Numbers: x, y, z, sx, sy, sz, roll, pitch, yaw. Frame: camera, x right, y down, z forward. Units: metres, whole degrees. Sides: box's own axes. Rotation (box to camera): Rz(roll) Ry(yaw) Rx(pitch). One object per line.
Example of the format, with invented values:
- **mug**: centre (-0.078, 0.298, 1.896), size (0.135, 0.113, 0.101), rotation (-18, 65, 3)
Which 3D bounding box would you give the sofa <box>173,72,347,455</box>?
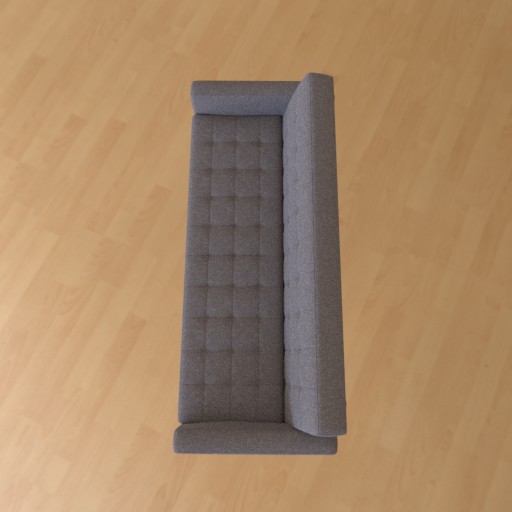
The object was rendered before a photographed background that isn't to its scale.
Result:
- **sofa**: centre (0.000, 0.000, 2.501), size (0.810, 0.850, 2.040), rotation (0, 76, 0)
